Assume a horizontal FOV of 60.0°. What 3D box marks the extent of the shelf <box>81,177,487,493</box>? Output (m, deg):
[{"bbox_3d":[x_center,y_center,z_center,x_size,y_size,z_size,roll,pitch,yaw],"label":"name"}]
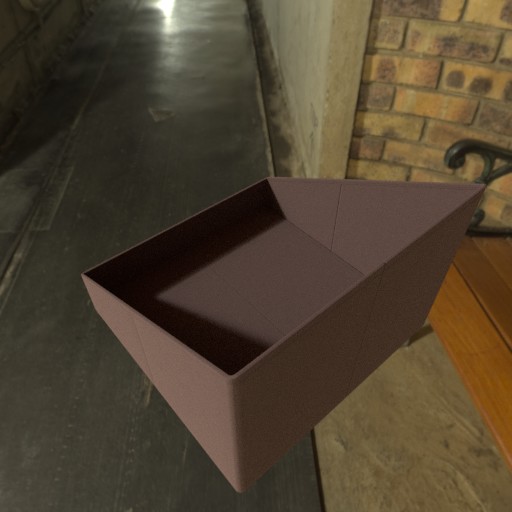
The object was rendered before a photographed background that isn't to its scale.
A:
[{"bbox_3d":[0.000,0.000,0.475,0.292,0.210,0.292,-32,53,-28],"label":"shelf"}]
